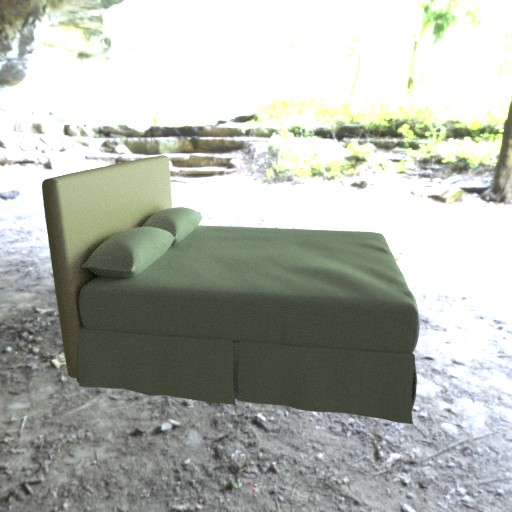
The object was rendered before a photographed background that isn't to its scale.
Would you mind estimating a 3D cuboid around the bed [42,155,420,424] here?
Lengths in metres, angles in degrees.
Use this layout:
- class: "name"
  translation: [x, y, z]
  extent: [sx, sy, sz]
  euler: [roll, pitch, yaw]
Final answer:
- class: "bed"
  translation: [0.000, 0.000, 3.294]
  extent: [2.142, 1.330, 1.884]
  euler: [3, 17, 9]
